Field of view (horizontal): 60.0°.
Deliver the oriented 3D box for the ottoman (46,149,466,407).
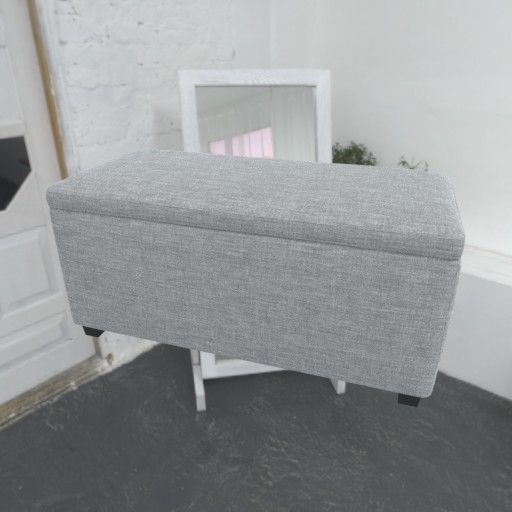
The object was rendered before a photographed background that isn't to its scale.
[{"bbox_3d":[0.000,0.000,1.124,0.902,0.432,0.419,8,27,16],"label":"ottoman"}]
